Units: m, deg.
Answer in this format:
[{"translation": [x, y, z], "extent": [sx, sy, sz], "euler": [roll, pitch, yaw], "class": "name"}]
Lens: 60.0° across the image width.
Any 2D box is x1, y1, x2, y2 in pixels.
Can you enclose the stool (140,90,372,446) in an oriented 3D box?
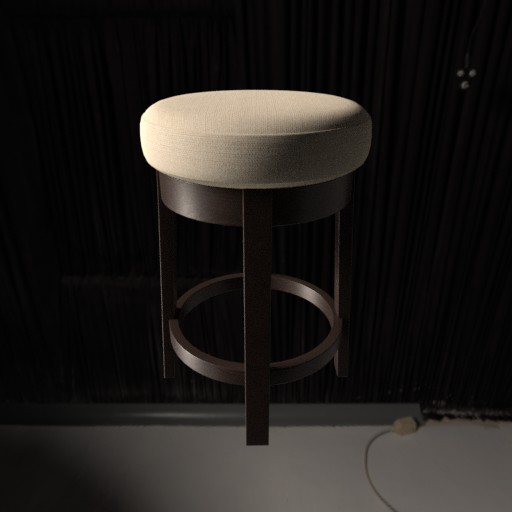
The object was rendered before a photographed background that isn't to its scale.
[{"translation": [0.000, 0.000, 0.964], "extent": [0.449, 0.655, 0.449], "euler": [0, 26, 0], "class": "stool"}]
